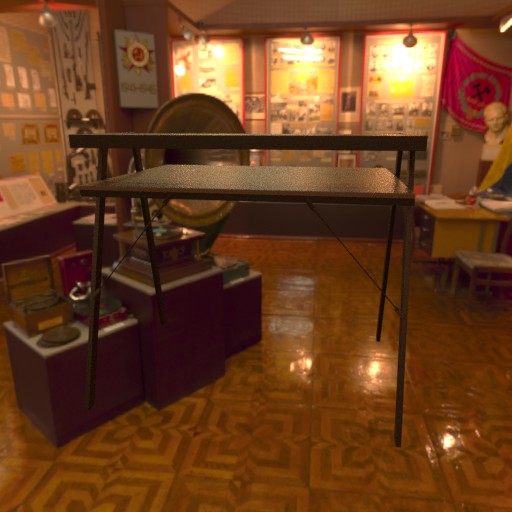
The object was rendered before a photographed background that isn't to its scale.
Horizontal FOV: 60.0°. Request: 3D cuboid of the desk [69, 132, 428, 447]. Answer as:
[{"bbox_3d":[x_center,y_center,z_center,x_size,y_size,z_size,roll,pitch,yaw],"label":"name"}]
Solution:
[{"bbox_3d":[0.000,0.000,1.868,1.143,0.998,0.936,3,17,10],"label":"desk"}]
